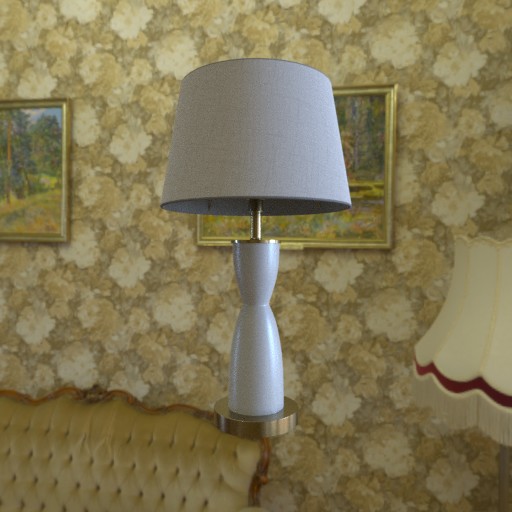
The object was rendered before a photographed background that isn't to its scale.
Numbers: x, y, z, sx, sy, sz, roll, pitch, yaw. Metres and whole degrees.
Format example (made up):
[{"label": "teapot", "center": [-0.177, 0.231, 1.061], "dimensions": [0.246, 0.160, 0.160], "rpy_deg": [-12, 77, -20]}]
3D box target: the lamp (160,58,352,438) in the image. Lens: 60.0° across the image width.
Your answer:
[{"label": "lamp", "center": [0.000, 0.000, 0.731], "dimensions": [0.309, 0.545, 0.309], "rpy_deg": [0, 1, 0]}]
